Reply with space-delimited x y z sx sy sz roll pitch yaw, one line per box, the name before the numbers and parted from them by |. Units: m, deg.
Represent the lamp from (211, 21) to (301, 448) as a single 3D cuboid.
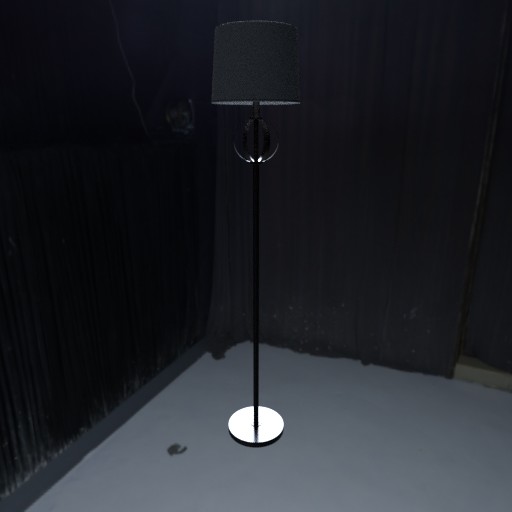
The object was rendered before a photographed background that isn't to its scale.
lamp | 0.000 0.000 1.583 0.286 1.462 0.286 8 19 25
